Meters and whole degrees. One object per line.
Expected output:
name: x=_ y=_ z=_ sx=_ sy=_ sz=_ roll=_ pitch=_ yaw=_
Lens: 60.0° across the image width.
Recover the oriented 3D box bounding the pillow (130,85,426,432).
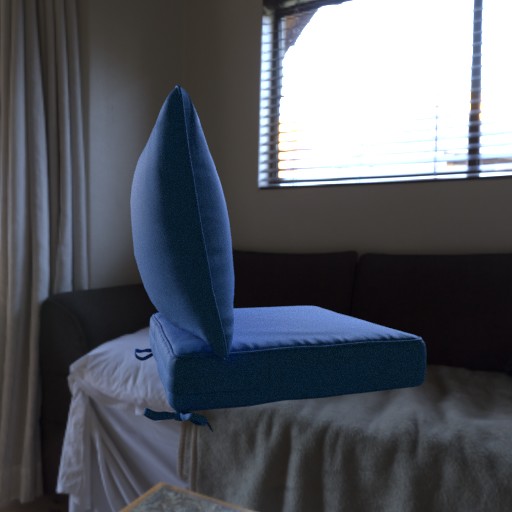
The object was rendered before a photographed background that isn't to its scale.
pillow: x=0.000 y=0.000 z=1.347 sx=0.733 sy=0.725 sz=0.798 roll=0 pitch=1 yaw=-17
